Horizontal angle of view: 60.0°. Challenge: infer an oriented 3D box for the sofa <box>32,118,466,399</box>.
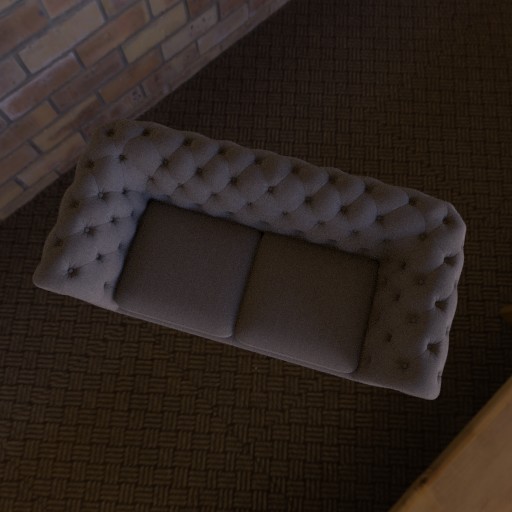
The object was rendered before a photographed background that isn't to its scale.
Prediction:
[{"bbox_3d":[0.000,0.000,2.427,1.998,0.764,0.986,15,76,4],"label":"sofa"}]
